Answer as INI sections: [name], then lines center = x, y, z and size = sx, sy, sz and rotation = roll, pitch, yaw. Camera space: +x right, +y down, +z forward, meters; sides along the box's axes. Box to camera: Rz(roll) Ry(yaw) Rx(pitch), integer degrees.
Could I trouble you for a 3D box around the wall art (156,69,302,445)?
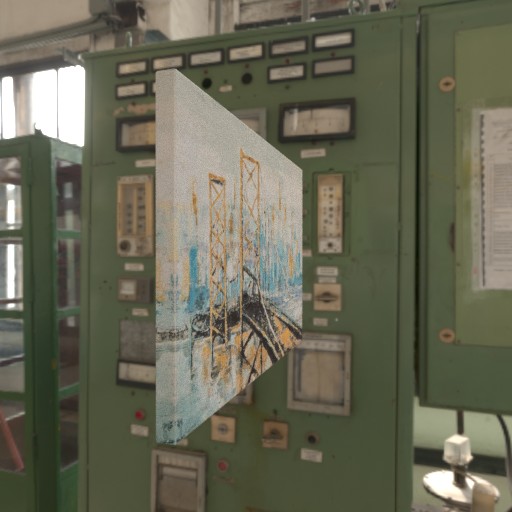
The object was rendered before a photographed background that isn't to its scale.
[wall art]
center = 0.000, 0.000, 1.151
size = 0.038, 0.609, 0.913
rotation = 0, 0, 19
